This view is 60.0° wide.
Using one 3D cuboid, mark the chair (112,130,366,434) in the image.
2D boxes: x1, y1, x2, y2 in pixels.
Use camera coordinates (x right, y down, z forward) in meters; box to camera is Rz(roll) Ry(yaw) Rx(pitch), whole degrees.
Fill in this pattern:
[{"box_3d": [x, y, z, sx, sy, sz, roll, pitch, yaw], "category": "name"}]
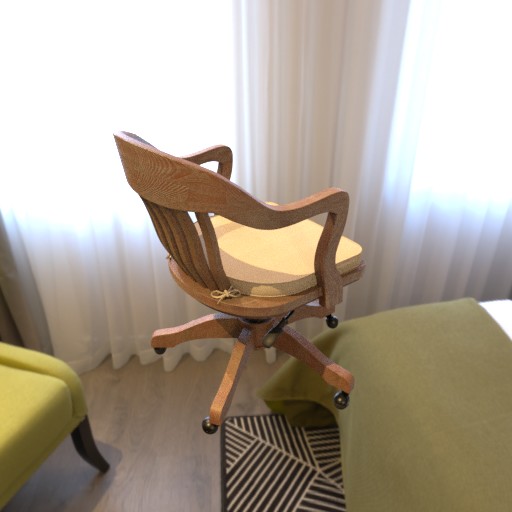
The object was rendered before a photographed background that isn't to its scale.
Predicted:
[{"box_3d": [0.000, 0.000, 1.453, 0.788, 0.878, 0.750, -19, 33, -31], "category": "chair"}]
